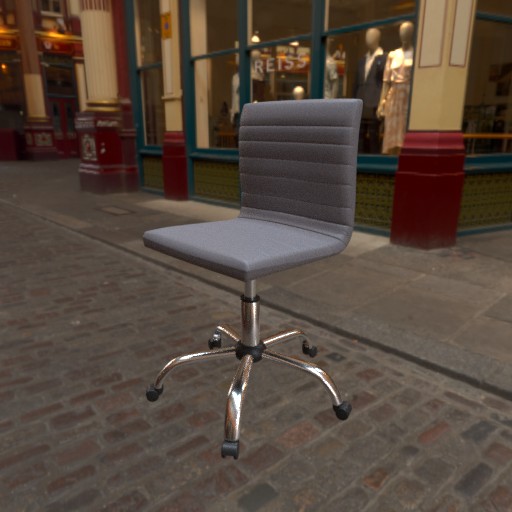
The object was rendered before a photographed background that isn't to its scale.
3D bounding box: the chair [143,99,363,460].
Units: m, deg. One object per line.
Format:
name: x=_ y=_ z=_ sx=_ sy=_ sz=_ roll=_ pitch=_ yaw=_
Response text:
chair: x=0.000 y=0.000 z=1.160 sx=0.530 sy=0.780 sz=0.556 roll=-16 pitch=23 yaw=-42
